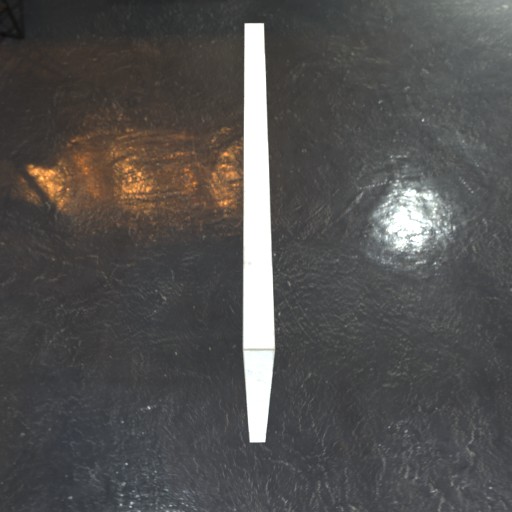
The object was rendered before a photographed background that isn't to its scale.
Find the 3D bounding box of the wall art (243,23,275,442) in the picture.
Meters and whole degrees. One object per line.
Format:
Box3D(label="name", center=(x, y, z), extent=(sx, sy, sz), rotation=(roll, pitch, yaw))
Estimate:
Box3D(label="wall art", center=(0.000, 0.000, 0.747), extent=(0.029, 0.506, 0.508), rotation=(-1, 59, 0))
